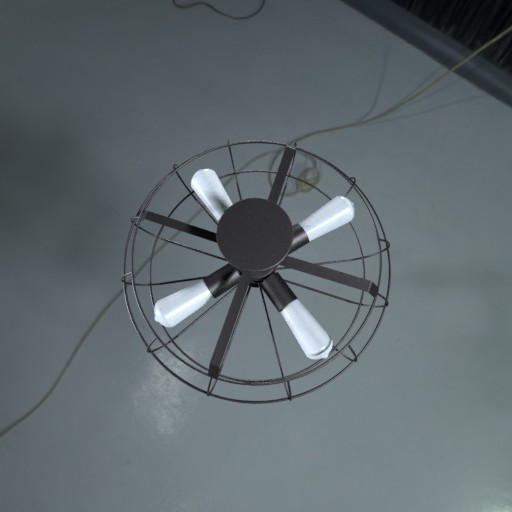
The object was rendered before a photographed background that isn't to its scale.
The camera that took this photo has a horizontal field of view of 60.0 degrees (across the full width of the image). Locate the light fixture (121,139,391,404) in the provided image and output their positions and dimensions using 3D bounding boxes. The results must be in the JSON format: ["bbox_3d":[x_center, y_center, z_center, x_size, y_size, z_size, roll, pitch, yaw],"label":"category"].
[{"bbox_3d":[0.000,0.000,0.906,0.582,0.311,0.582,0,75,0],"label":"light fixture"}]
